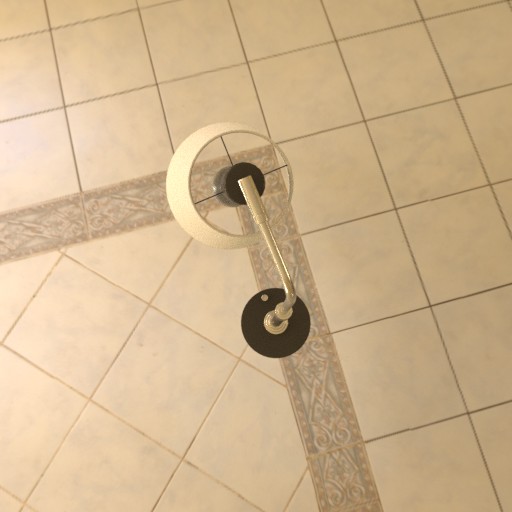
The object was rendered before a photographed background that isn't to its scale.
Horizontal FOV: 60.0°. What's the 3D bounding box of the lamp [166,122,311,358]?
[{"bbox_3d":[0.000,0.000,0.714,0.181,0.539,0.348,-24,79,-5],"label":"lamp"}]
